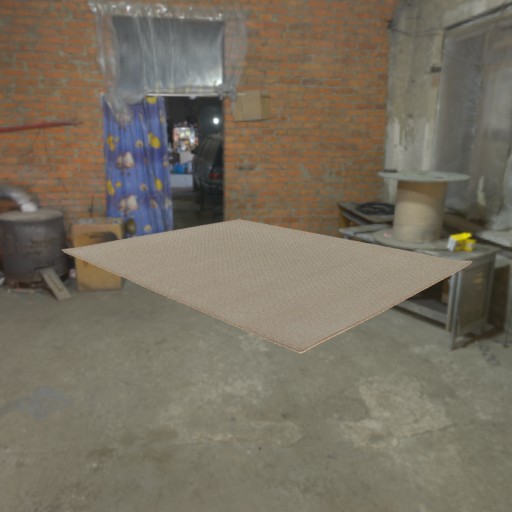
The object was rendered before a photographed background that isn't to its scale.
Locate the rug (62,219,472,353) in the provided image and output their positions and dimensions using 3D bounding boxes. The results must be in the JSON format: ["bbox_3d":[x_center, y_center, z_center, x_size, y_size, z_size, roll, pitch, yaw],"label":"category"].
[{"bbox_3d":[0.000,0.000,3.946,2.897,0.035,2.277,15,21,43],"label":"rug"}]
